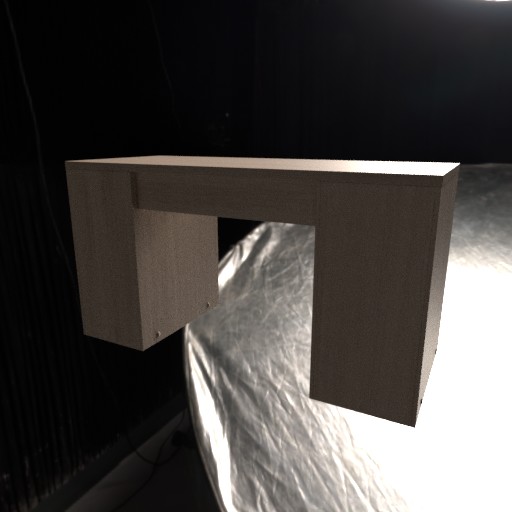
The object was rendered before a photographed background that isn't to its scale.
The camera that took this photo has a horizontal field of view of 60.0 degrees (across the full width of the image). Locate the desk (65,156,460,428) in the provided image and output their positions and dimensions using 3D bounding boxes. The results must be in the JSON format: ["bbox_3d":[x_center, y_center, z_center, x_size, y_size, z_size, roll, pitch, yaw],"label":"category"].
[{"bbox_3d":[0.000,0.000,1.782,1.390,0.740,0.600,8,17,27],"label":"desk"}]
